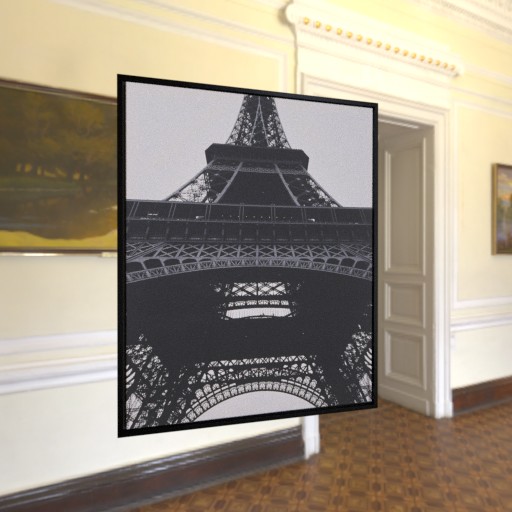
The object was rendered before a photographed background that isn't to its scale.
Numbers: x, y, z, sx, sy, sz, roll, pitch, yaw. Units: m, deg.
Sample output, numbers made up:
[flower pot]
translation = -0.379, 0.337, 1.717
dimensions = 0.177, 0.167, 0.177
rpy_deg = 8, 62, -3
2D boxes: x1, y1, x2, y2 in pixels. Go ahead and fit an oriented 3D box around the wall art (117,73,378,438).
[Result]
[wall art]
translation = 0.000, 0.000, 0.755
dimensions = 0.451, 0.553, 0.039
rpy_deg = 0, 0, -17
